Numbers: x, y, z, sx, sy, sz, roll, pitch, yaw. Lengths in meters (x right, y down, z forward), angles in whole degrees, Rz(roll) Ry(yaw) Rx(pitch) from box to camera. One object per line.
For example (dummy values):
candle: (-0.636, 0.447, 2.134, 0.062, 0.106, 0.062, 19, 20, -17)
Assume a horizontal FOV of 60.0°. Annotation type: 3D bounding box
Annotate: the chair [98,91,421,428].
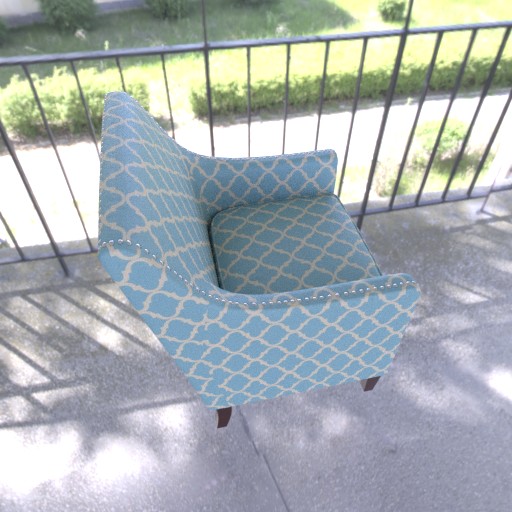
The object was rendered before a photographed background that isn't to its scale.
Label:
chair: (0.000, 0.000, 1.284, 0.686, 0.817, 0.617, -9, 47, -8)
